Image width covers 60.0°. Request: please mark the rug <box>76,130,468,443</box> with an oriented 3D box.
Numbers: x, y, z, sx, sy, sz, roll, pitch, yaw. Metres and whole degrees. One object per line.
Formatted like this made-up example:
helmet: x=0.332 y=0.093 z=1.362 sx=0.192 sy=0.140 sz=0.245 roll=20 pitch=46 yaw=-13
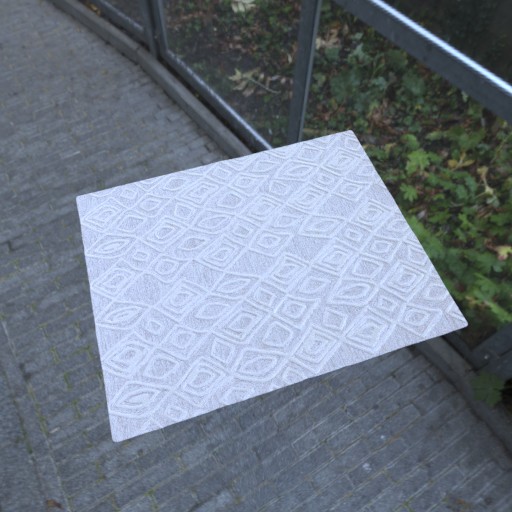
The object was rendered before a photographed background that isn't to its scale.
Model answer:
rug: x=0.000 y=0.000 z=4.138 sx=3.049 sy=0.025 sz=2.449 roll=-16 pitch=61 yaw=-9
